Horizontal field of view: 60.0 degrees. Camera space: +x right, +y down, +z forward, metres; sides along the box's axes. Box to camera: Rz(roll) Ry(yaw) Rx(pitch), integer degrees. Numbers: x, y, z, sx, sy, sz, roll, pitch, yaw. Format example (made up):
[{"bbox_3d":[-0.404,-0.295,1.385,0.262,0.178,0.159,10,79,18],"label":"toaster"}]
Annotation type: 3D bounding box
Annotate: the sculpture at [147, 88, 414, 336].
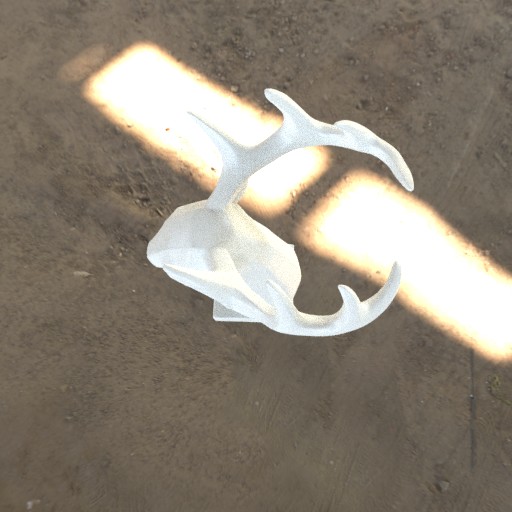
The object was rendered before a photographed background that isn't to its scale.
[{"bbox_3d":[0.000,0.000,0.452,0.224,0.329,0.174,2,76,1],"label":"sculpture"}]
